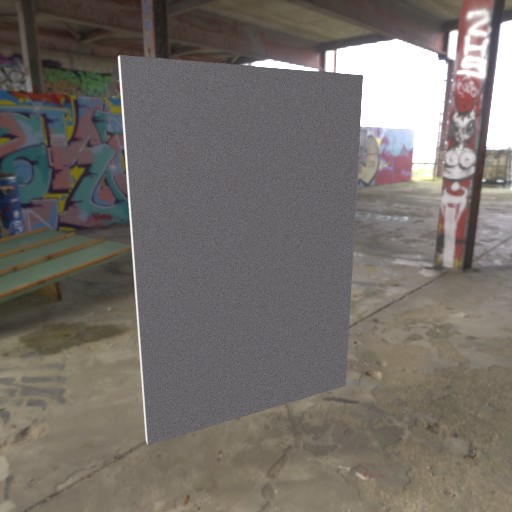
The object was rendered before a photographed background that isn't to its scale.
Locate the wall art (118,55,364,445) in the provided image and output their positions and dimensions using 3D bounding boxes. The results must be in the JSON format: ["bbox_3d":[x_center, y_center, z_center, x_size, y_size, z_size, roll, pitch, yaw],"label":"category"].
[{"bbox_3d":[0.000,0.000,0.607,0.329,0.482,0.011,-7,16,-26],"label":"wall art"}]
